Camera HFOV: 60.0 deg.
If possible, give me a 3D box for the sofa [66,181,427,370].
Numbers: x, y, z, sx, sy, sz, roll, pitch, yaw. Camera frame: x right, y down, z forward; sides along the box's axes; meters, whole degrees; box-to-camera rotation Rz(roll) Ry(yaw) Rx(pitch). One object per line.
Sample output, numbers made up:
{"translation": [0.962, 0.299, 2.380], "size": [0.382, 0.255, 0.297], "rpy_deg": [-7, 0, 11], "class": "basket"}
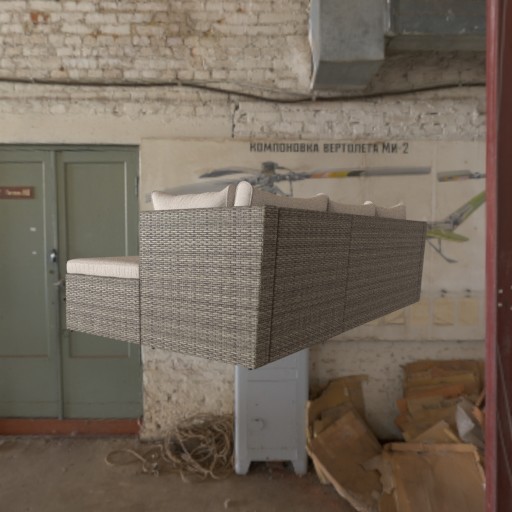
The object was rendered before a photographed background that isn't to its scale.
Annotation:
{"translation": [0.000, 0.000, 2.990], "size": [1.662, 0.766, 2.192], "rpy_deg": [2, 3, 36], "class": "sofa"}
